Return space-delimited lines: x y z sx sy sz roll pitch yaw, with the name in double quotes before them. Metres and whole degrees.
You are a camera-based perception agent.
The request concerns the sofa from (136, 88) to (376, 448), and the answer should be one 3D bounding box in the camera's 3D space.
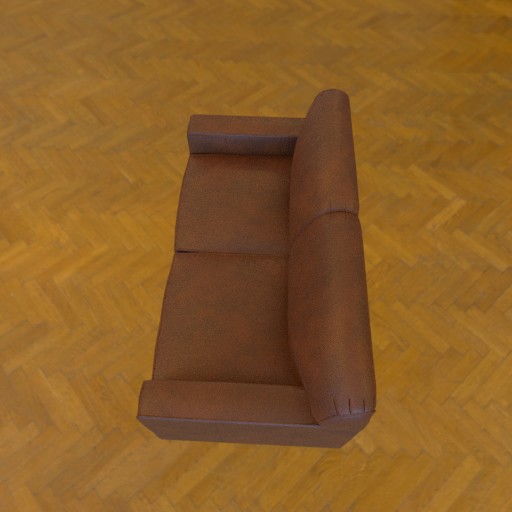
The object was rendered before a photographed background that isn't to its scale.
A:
"sofa" 0.000 0.000 2.440 1.000 0.966 1.856 2 59 1
